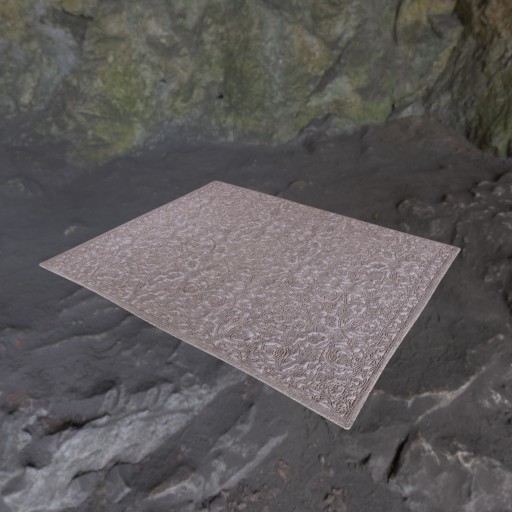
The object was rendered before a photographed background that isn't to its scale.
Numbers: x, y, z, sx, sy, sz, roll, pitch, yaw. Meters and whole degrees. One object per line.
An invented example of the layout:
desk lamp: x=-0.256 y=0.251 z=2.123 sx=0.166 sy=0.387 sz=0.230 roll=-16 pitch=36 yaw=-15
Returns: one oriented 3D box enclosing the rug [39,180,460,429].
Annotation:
rug: x=0.000 y=0.000 z=4.081 sx=3.017 sy=0.035 sz=2.472 roll=20 pitch=37 yaw=29
